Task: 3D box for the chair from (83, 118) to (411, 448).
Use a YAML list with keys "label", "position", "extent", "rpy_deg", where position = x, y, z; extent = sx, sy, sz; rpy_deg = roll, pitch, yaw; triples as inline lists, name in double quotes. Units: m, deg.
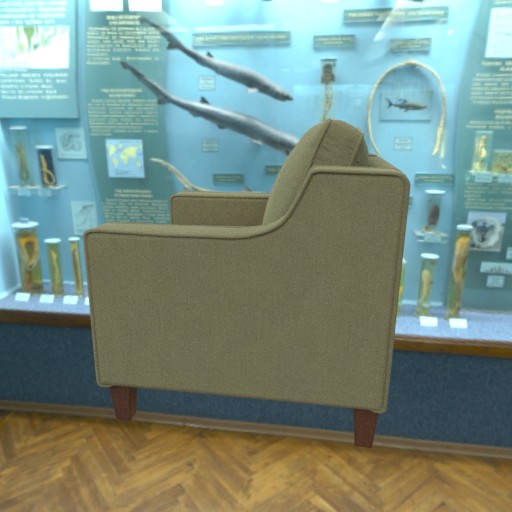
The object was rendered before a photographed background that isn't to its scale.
- label: "chair"
  position: [0.000, 0.000, 1.634]
  extent: [0.909, 0.960, 0.831]
  rpy_deg: [3, 16, 9]
